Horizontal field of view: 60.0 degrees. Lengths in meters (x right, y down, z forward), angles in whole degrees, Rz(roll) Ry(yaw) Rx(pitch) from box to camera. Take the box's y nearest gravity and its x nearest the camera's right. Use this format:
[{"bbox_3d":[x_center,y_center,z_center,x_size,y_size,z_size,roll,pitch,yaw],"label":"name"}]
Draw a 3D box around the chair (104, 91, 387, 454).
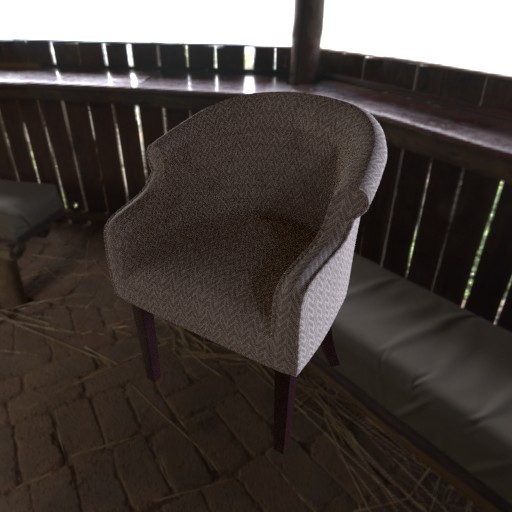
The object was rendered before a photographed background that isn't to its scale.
[{"bbox_3d":[0.000,0.000,1.330,0.686,0.858,0.613,18,35,28],"label":"chair"}]
